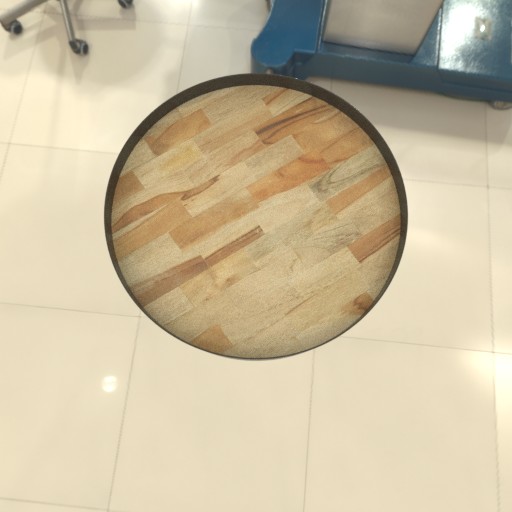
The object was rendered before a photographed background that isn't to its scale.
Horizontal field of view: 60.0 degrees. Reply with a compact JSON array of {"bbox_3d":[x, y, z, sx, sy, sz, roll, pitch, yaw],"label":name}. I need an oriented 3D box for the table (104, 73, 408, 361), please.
[{"bbox_3d":[0.000,0.000,0.865,0.406,0.559,0.406,0,76,0],"label":"table"}]
